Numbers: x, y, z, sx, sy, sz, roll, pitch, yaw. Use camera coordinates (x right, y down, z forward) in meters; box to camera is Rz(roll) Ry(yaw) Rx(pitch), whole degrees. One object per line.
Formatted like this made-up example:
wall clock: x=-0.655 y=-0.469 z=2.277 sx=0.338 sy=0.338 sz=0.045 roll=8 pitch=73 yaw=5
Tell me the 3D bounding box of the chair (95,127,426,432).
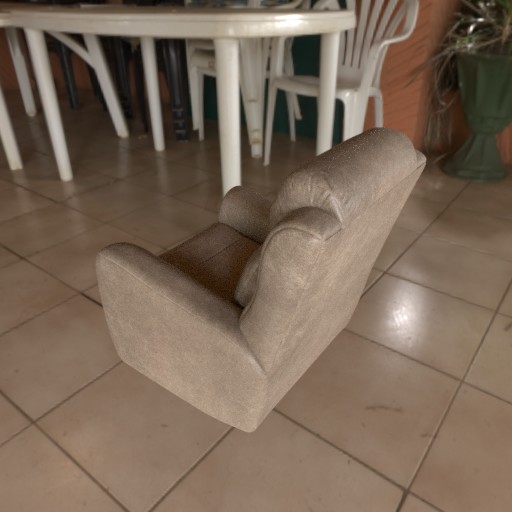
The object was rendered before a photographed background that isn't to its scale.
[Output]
chair: x=0.000 y=0.000 z=1.923 sx=1.068 sy=1.116 sz=0.967 roll=20 pitch=36 yaw=31
